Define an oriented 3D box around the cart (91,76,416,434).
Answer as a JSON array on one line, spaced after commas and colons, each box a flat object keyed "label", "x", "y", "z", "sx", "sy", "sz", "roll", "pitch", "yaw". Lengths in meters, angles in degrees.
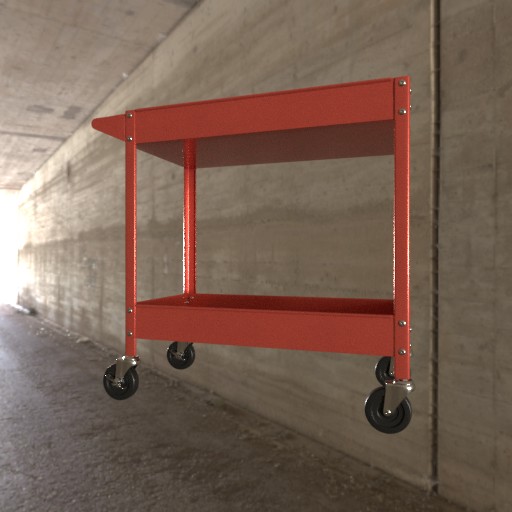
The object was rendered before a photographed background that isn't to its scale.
[{"label": "cart", "x": 0.000, "y": 0.000, "z": 1.156, "sx": 0.779, "sy": 0.719, "sz": 0.366, "roll": 0, "pitch": 0, "yaw": 19}]
